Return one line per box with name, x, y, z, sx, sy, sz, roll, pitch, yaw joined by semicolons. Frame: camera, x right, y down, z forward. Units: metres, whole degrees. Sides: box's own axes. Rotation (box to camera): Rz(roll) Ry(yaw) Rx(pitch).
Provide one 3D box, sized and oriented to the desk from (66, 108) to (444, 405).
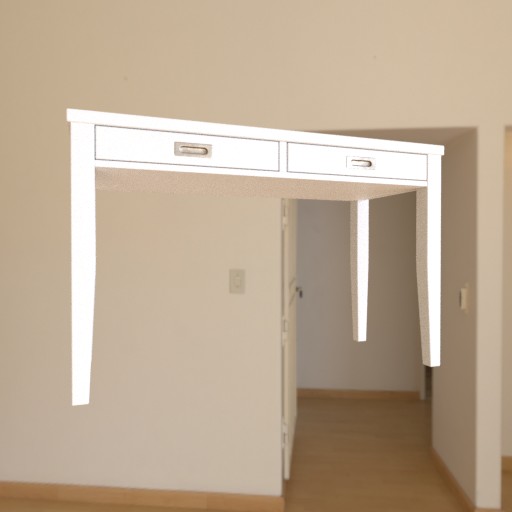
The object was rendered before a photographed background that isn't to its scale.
desk;0.000;0.000;1.590;1.220;0.775;0.508;0;1;-20
